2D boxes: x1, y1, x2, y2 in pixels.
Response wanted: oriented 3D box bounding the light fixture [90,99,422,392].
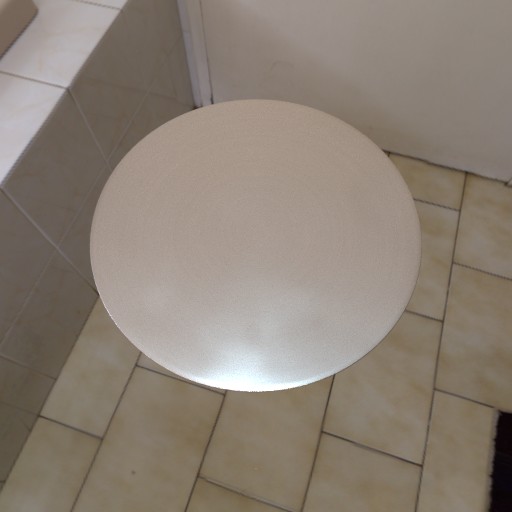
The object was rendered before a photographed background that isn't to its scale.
[{"bbox_3d":[0.000,0.000,0.438,0.280,0.135,0.280,0,64,0],"label":"light fixture"}]
